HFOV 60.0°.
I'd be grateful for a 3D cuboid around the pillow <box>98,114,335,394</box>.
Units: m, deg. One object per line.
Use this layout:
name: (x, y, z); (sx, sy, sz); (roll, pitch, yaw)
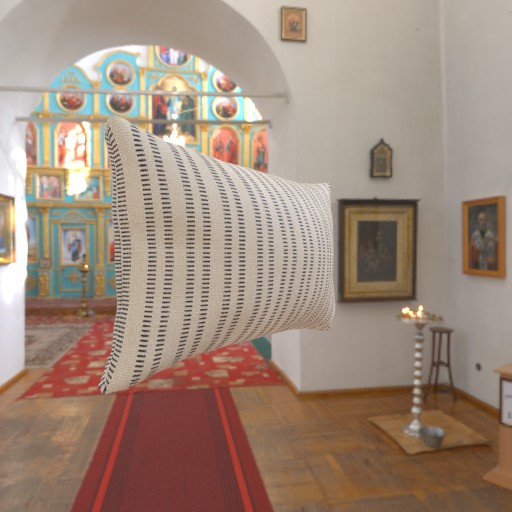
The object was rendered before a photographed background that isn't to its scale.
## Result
pillow: (0.000, 0.000, 0.809); (0.210, 0.353, 0.640); (0, -1, 35)
